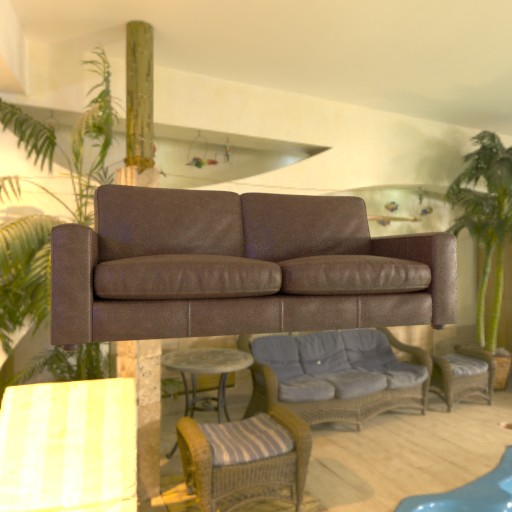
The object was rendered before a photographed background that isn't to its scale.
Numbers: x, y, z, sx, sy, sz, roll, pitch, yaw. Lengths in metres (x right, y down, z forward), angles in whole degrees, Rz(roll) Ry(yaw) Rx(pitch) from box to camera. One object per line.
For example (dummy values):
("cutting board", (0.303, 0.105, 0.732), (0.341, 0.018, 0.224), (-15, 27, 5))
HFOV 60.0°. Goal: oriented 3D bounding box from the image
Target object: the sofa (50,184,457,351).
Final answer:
("sofa", (0.000, 0.000, 2.698), (2.179, 0.873, 1.016), (0, -1, -18))
